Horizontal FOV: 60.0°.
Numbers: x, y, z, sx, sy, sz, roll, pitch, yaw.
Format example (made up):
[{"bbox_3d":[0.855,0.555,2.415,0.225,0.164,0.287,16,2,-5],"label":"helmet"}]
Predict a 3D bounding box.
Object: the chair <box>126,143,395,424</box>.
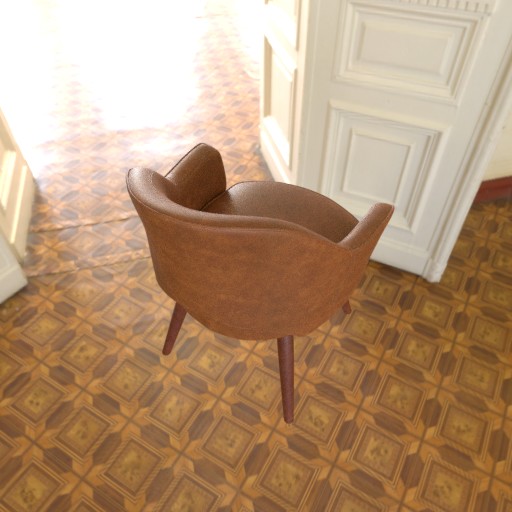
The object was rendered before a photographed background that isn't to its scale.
[{"bbox_3d":[0.000,0.000,1.212,0.591,0.777,0.640,23,50,20],"label":"chair"}]
